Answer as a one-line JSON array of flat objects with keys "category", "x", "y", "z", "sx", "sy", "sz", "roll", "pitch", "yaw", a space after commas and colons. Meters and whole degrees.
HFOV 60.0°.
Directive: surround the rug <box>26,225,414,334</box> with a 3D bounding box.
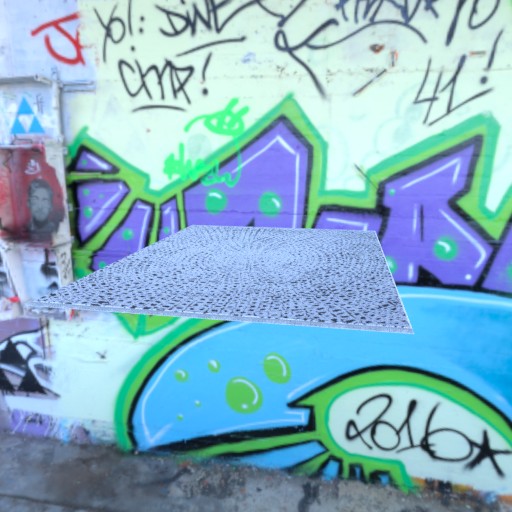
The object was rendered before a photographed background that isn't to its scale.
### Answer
[{"category": "rug", "x": 0.000, "y": 0.000, "z": 2.089, "sx": 1.190, "sy": 0.003, "sz": 1.634, "roll": 3, "pitch": 13, "yaw": 11}]
